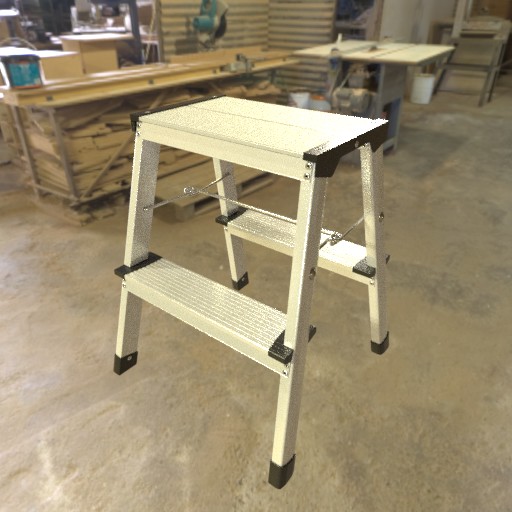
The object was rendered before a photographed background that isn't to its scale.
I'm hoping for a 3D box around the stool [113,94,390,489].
[{"bbox_3d":[0.000,0.000,0.780,0.404,0.480,0.405,21,37,32],"label":"stool"}]
